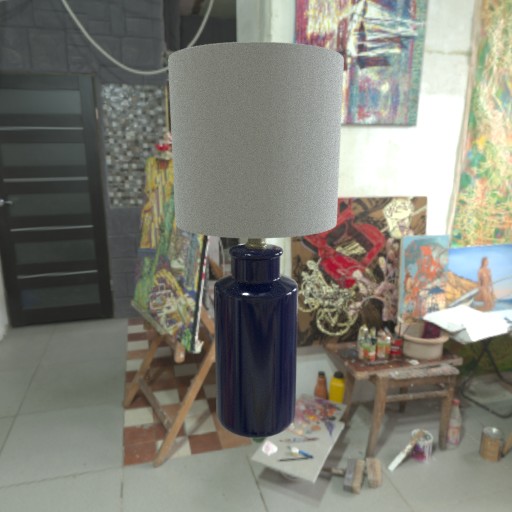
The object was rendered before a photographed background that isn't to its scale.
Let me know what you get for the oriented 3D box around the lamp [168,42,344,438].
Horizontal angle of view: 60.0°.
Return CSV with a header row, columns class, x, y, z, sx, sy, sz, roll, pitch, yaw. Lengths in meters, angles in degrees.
class,x,y,z,sx,sy,sz,roll,pitch,yaw
lamp,0.000,0.000,0.604,0.212,0.493,0.212,-13,19,-43
